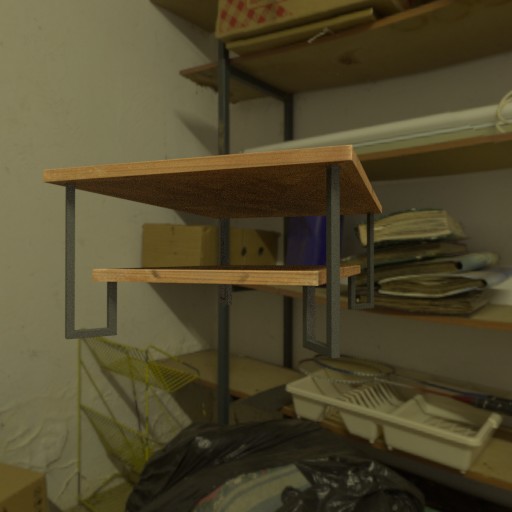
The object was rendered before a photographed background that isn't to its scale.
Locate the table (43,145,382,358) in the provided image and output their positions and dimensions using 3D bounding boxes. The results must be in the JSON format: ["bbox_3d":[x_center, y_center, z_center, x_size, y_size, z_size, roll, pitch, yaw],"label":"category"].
[{"bbox_3d":[0.000,0.000,1.718,0.877,0.492,1.238,0,0,19],"label":"table"}]
